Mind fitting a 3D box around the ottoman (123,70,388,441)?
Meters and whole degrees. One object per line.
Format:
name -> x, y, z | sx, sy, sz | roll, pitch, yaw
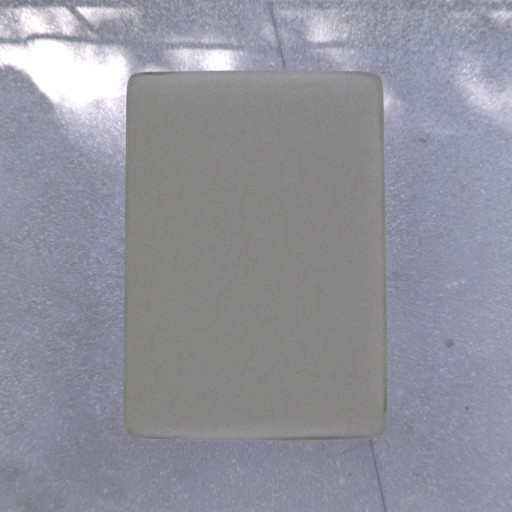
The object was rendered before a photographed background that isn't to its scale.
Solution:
ottoman -> 0.000, 0.000, 1.181 | 0.611, 0.482, 0.848 | 0, 88, 0
